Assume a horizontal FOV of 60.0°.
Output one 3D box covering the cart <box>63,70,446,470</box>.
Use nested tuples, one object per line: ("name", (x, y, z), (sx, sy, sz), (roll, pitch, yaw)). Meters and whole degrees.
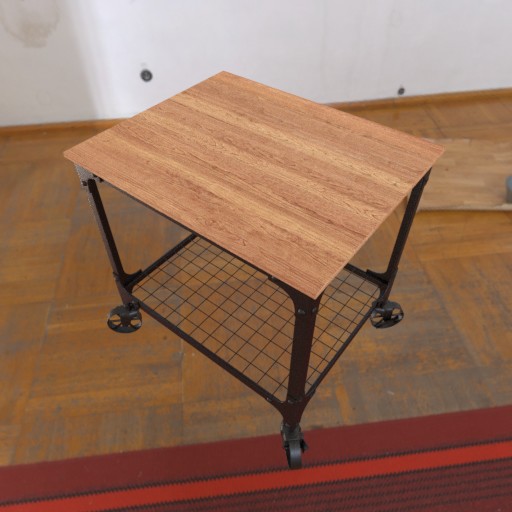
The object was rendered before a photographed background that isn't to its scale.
("cart", (0.000, 0.000, 1.093), (0.666, 0.603, 0.558), (29, 52, 25))
